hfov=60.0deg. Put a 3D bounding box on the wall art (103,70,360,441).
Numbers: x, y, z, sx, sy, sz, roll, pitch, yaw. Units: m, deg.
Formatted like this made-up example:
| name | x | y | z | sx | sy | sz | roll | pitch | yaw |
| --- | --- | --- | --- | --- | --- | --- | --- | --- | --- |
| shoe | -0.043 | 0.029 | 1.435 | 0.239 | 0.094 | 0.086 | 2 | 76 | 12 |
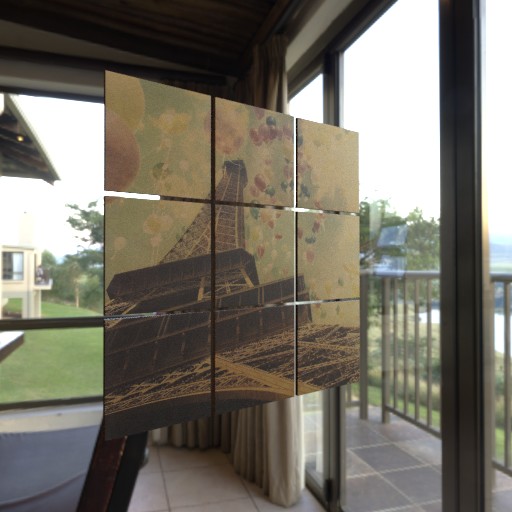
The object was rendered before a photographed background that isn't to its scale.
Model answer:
| name | x | y | z | sx | sy | sz | roll | pitch | yaw |
| --- | --- | --- | --- | --- | --- | --- | --- | --- | --- |
| wall art | 0.000 | 0.000 | 1.858 | 1.256 | 1.246 | 0.017 | 0 | -1 | -35 |
